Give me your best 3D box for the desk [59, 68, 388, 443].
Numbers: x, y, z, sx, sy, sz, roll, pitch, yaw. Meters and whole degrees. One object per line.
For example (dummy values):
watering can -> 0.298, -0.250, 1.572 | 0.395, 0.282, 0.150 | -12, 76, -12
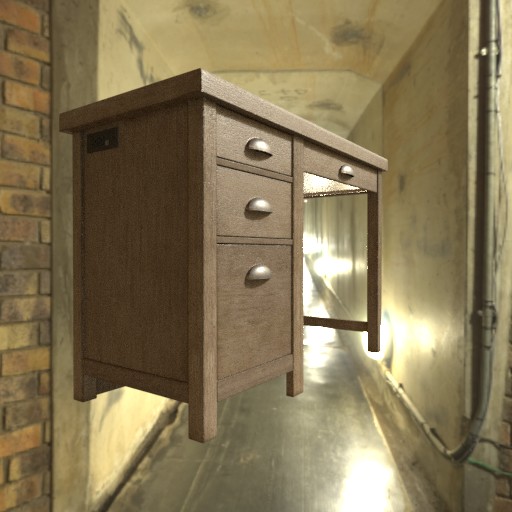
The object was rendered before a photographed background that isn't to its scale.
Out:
desk -> 0.000, 0.000, 1.753 | 0.610, 0.912, 1.289 | 0, 1, 36
